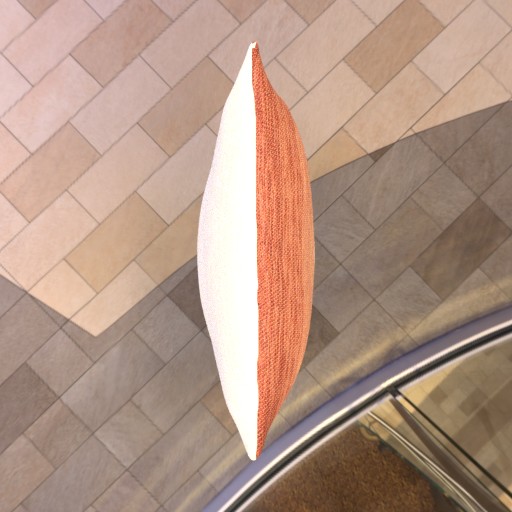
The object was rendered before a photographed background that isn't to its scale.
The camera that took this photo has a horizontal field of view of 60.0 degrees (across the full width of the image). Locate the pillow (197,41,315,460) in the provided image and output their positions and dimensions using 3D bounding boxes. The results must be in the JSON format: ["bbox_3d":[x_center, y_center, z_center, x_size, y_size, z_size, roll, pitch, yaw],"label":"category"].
[{"bbox_3d":[0.000,0.000,0.664,0.182,0.441,0.440,0,89,0],"label":"pillow"}]
